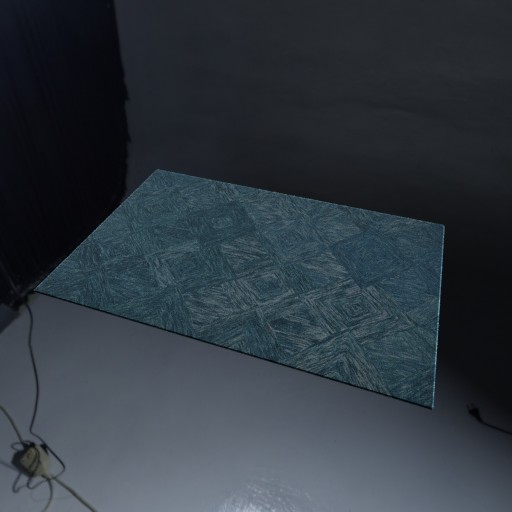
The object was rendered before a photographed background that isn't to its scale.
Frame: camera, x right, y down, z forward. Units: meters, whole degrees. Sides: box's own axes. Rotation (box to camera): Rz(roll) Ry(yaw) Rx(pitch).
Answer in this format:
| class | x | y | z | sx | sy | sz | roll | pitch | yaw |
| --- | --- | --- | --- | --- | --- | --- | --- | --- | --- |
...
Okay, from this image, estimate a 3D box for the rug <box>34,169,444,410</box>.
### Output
| class | x | y | z | sx | sy | sz | roll | pitch | yaw |
| --- | --- | --- | --- | --- | --- | --- | --- | --- | --- |
| rug | 0.000 | 0.000 | 2.874 | 2.277 | 0.015 | 1.490 | 13 | 43 | 15 |
